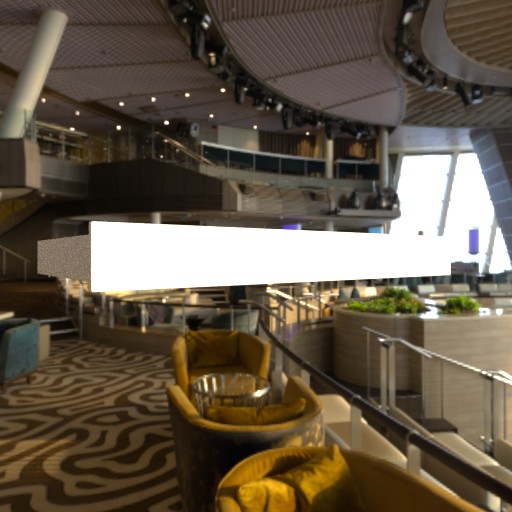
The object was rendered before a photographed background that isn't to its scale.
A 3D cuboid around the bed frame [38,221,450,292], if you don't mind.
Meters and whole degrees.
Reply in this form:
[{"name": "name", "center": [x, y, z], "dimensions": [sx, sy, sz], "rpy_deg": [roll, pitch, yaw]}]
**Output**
[{"name": "bed frame", "center": [0.000, 0.000, 1.532], "dimensions": [1.300, 0.141, 0.670], "rpy_deg": [0, 0, -36]}]
